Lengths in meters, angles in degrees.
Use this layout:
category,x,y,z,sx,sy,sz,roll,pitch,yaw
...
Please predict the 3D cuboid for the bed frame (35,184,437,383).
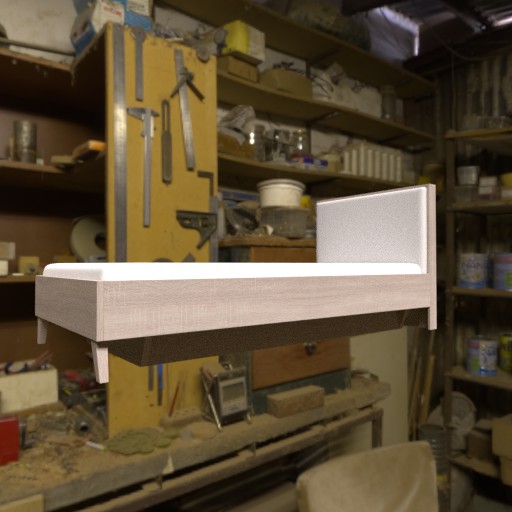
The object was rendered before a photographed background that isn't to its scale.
category,x,y,z,sx,sy,sz,roll,pitch,yaw
bed frame,0.000,0.000,2.573,2.140,0.920,0.990,1,-1,-37
